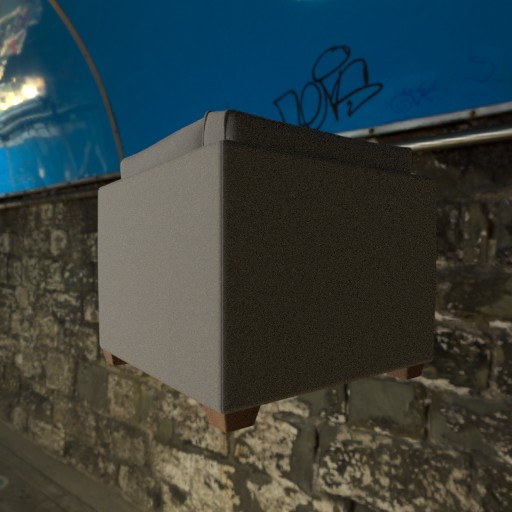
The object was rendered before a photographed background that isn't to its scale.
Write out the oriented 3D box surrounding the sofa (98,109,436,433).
[{"bbox_3d":[0.000,0.000,1.983,1.084,1.002,1.146,0,0,-37],"label":"sofa"}]
